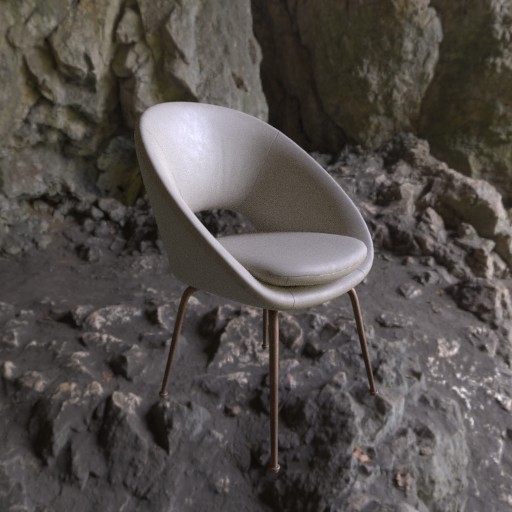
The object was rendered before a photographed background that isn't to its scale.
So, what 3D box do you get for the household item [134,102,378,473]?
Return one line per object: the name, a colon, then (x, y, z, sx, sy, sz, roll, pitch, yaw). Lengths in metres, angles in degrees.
household item: (0.000, 0.000, 1.252, 0.573, 0.852, 0.623, 14, 20, 42)
